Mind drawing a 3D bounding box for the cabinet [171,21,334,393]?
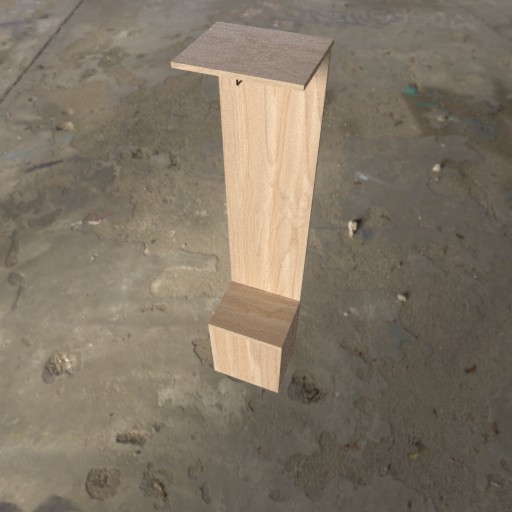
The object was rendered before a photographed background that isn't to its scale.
[{"bbox_3d":[0.000,0.000,2.057,0.411,1.879,0.338,16,49,14],"label":"cabinet"}]
